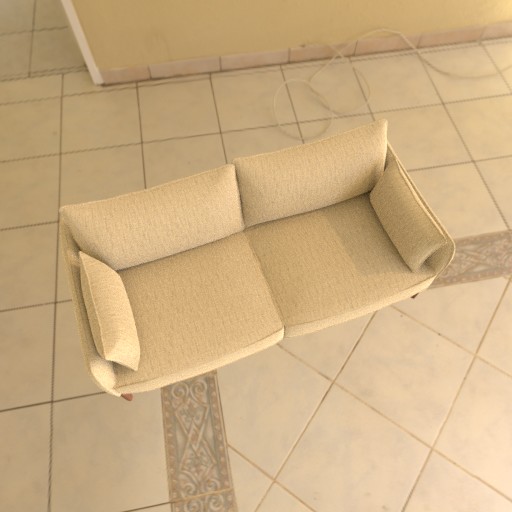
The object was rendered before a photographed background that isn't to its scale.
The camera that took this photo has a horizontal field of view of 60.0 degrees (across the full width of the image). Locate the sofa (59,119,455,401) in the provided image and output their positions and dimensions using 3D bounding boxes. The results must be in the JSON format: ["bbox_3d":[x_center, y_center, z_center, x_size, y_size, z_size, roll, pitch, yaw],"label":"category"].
[{"bbox_3d":[0.000,0.000,2.523,1.989,0.860,0.991,-18,64,-9],"label":"sofa"}]
